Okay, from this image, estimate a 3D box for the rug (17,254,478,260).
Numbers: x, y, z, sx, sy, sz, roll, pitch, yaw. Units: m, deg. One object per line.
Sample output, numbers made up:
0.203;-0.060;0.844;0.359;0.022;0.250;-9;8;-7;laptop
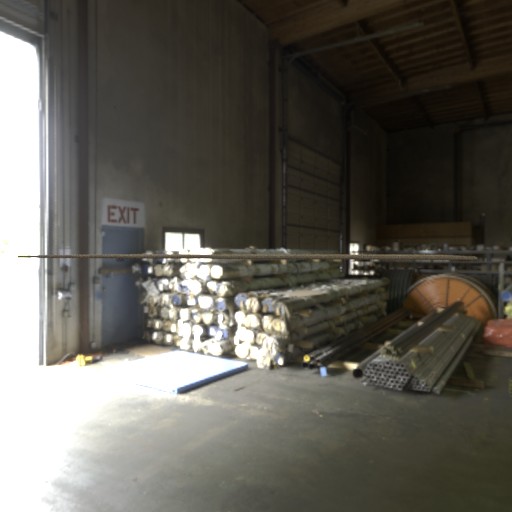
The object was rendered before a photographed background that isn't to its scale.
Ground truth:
0.000;0.000;2.026;1.677;0.011;1.066;0;1;18;rug
